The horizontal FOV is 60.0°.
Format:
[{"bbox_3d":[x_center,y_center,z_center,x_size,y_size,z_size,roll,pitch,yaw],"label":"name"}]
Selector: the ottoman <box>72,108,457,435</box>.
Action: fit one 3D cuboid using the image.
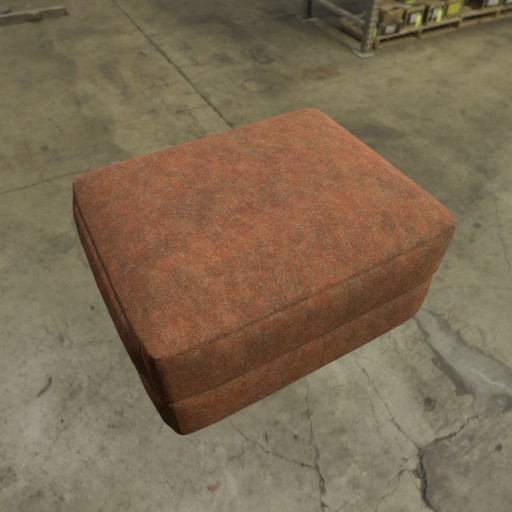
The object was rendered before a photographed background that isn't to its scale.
[{"bbox_3d":[0.000,0.000,1.171,0.787,0.508,0.635,-22,51,-19],"label":"ottoman"}]
